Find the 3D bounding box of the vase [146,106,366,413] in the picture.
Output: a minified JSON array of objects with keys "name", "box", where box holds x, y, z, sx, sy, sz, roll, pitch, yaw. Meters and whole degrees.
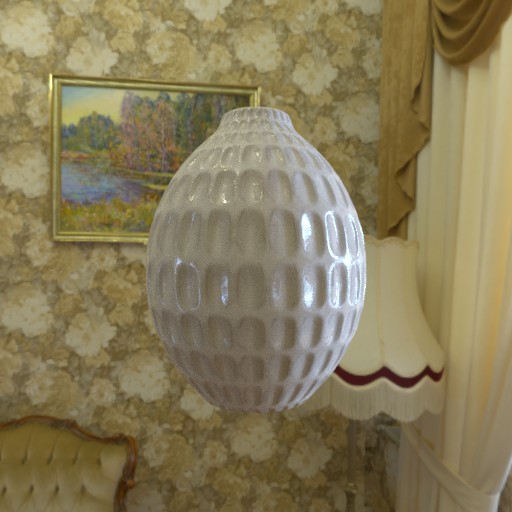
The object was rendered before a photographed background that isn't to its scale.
[{"name":"vase","box":[0.000,0.000,0.265,0.128,0.167,0.128,0,1,0]}]
